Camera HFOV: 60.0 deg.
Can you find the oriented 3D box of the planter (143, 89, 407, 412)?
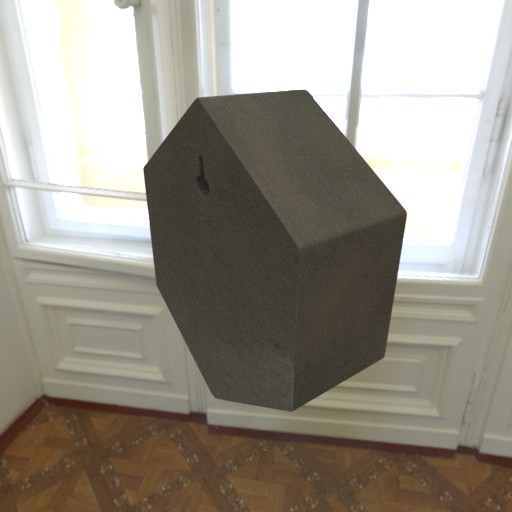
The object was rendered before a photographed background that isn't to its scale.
[{"bbox_3d":[0.000,0.000,0.297,0.077,0.206,0.169,-18,31,-32],"label":"planter"}]
